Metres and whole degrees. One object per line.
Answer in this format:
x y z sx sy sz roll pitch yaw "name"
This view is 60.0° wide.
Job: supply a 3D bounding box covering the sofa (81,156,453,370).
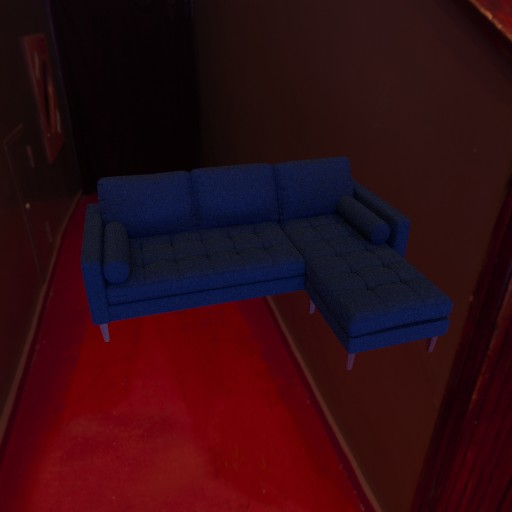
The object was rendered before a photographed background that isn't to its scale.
0.000 0.000 2.964 2.185 0.841 1.613 -8 30 -14 "sofa"
